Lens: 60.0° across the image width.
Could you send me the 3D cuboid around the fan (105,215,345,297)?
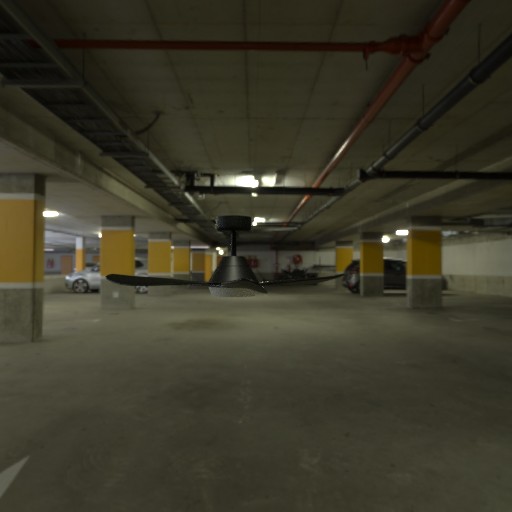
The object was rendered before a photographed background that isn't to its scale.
[{"bbox_3d":[0.000,0.000,1.651,1.067,0.305,1.067,1,-2,-18],"label":"fan"}]
